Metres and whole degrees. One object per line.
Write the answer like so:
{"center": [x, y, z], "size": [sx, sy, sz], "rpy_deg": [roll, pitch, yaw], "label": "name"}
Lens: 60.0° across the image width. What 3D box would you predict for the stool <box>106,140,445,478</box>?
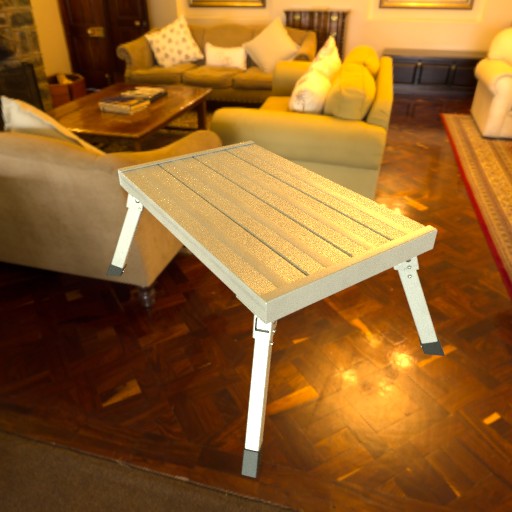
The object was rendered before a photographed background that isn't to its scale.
{"center": [0.000, 0.000, 0.746], "size": [0.385, 0.225, 0.535], "rpy_deg": [-20, 37, -28], "label": "stool"}
